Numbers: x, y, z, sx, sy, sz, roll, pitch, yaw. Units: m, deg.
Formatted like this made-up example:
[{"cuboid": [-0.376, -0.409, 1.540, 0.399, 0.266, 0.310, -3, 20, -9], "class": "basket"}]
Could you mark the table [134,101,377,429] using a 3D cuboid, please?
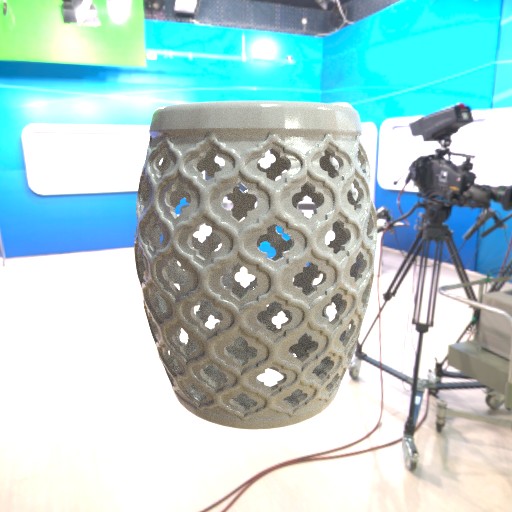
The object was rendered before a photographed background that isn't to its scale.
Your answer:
[{"cuboid": [0.000, 0.000, 0.619, 0.325, 0.388, 0.325, 0, 14, 0], "class": "table"}]
